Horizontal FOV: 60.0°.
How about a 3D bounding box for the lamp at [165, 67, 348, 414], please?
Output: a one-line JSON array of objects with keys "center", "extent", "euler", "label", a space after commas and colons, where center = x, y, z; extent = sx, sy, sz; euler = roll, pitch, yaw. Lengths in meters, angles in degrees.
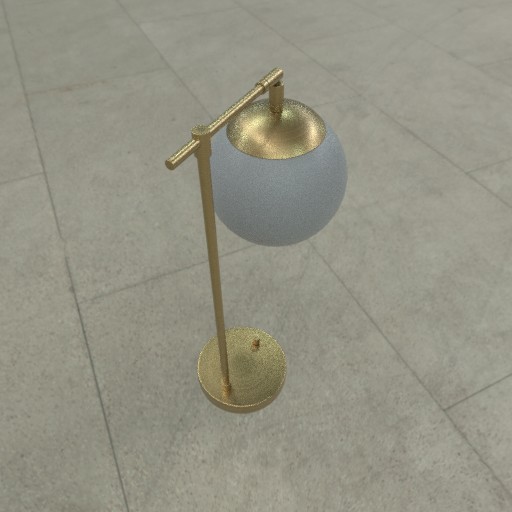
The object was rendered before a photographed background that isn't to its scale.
[{"center": [0.000, 0.000, 0.697], "extent": [0.207, 0.559, 0.324], "euler": [22, 50, 20], "label": "lamp"}]
